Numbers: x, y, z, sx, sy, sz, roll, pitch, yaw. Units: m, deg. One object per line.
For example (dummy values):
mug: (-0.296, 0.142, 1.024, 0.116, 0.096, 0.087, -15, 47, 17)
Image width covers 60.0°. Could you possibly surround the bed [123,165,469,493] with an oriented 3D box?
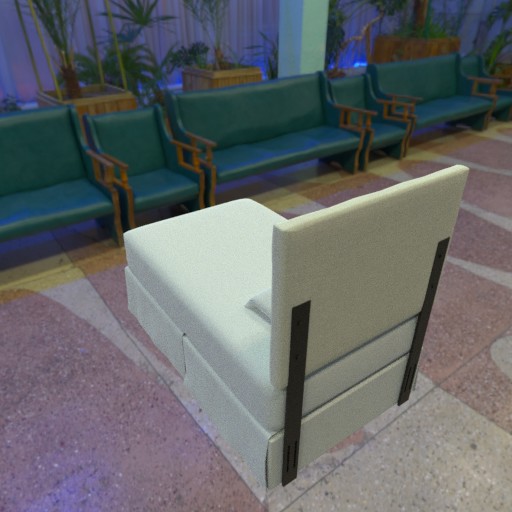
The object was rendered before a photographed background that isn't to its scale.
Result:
bed: (0.000, 0.000, 2.923, 1.261, 1.571, 1.997, -20, 36, -29)
